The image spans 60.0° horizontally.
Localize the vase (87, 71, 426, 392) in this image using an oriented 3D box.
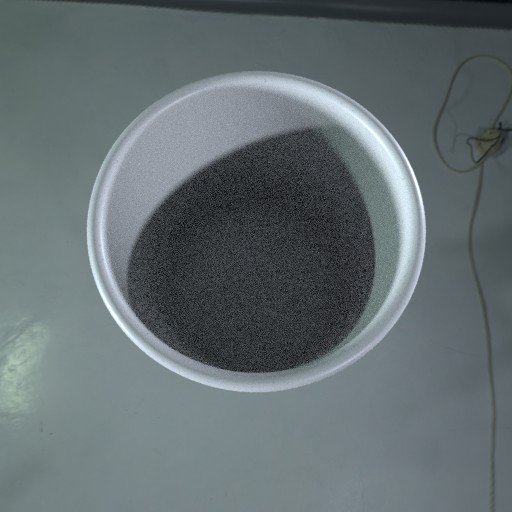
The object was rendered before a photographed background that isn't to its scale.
[{"bbox_3d":[0.000,0.000,0.238,0.137,0.127,0.137,0,74,0],"label":"vase"}]
